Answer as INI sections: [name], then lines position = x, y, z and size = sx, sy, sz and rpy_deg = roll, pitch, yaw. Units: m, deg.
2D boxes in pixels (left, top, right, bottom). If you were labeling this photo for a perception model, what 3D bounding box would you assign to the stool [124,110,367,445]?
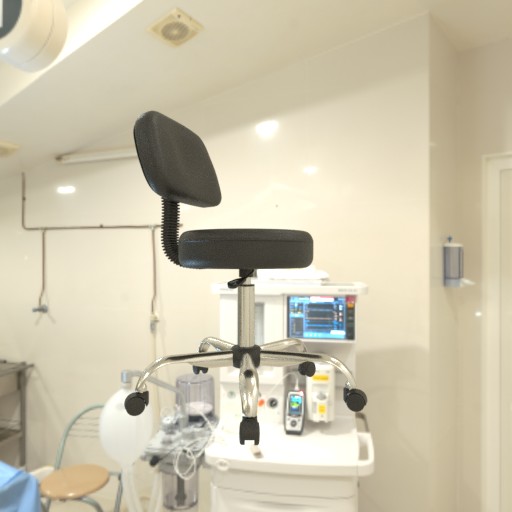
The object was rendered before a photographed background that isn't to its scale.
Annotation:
[stool]
position = 0.000, 0.000, 1.331
size = 0.648, 0.862, 0.673
rpy_deg = 0, 0, 18
